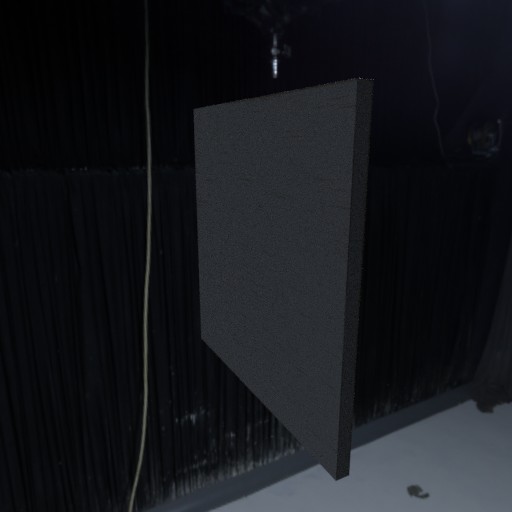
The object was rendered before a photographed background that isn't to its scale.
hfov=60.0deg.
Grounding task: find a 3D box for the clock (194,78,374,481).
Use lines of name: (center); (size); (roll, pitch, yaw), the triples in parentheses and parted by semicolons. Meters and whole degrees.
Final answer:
clock: (0.000, 0.000, 1.051); (0.032, 0.705, 0.705); (-7, 16, -27)
